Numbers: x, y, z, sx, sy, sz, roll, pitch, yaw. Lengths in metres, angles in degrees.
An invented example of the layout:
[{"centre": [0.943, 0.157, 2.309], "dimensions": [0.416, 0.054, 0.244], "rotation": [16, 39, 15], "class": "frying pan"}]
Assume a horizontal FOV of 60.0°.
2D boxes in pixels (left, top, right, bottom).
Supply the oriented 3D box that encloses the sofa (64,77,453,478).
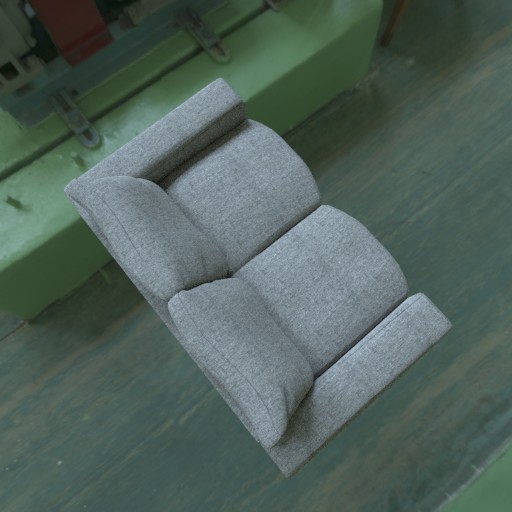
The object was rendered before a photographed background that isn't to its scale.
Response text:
[{"centre": [0.000, 0.000, 2.257], "dimensions": [1.094, 0.877, 1.758], "rotation": [-39, 79, -9], "class": "sofa"}]
